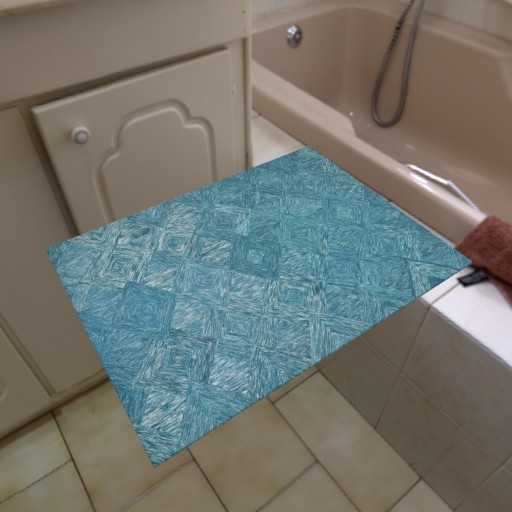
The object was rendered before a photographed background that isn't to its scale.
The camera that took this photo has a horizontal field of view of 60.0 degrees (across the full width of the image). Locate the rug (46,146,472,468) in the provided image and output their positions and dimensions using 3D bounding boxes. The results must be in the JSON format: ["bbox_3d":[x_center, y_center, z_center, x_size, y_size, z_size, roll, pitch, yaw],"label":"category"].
[{"bbox_3d":[0.000,0.000,4.163,3.217,0.027,2.405,-26,51,-23],"label":"rug"}]
